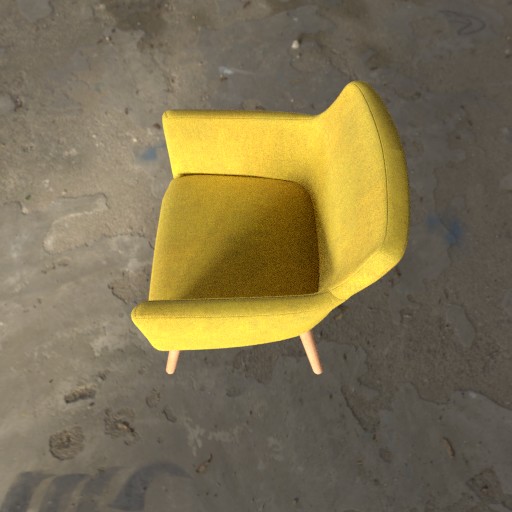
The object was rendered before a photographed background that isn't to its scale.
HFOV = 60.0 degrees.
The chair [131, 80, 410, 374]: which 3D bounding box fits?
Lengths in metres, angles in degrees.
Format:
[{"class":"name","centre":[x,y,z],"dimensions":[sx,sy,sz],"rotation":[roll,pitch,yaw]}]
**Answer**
[{"class":"chair","centre":[0.000,0.000,1.169],"dimensions":[0.570,0.780,0.570],"rotation":[0,59,0]}]
